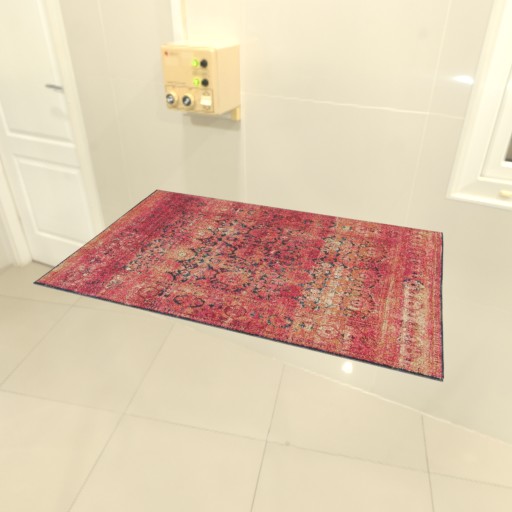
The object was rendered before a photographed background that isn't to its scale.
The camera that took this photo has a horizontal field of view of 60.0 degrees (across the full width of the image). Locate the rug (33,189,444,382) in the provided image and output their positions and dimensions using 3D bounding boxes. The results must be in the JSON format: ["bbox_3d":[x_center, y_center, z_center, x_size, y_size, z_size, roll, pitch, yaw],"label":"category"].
[{"bbox_3d":[0.000,0.000,3.060,2.449,0.018,1.539,10,34,16],"label":"rug"}]
